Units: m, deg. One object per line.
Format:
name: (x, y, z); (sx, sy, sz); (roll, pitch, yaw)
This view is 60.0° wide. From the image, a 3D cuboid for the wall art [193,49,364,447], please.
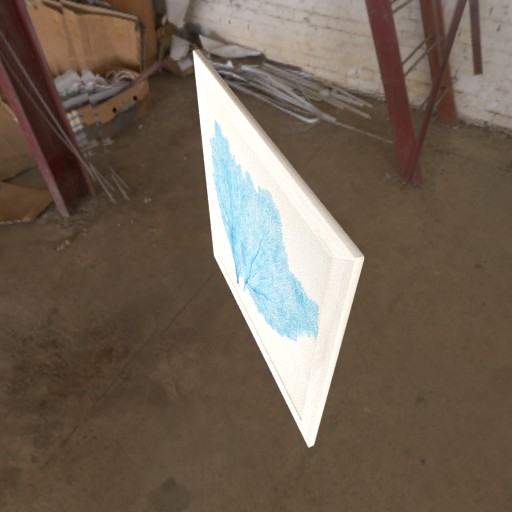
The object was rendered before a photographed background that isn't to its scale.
wall art: (0.000, 0.000, 0.883); (0.013, 0.584, 0.584); (-18, 50, -15)
